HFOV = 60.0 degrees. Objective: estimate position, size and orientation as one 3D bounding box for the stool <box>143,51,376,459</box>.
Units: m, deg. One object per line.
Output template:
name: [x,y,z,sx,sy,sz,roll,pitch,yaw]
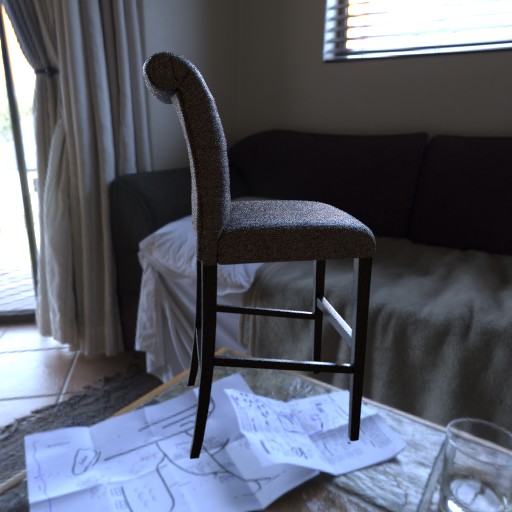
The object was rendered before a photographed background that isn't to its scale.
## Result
stool: [0.000,0.000,1.411,0.613,1.131,0.452,-3,16,-9]
